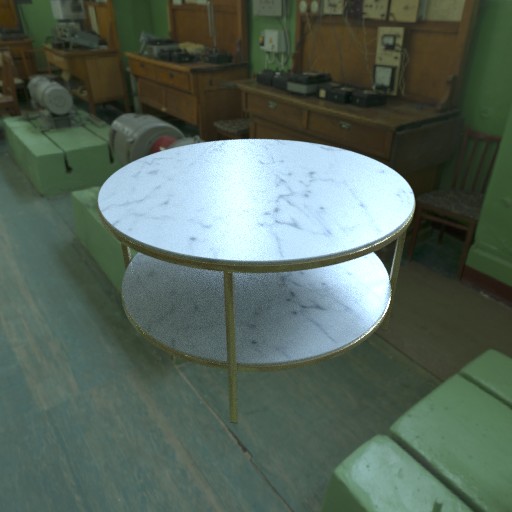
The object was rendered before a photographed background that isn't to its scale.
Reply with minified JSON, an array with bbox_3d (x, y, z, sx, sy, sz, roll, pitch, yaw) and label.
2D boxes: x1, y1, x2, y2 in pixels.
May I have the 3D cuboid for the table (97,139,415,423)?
[{"bbox_3d":[0.000,0.000,1.276,0.800,0.450,0.800,0,31,0],"label":"table"}]
